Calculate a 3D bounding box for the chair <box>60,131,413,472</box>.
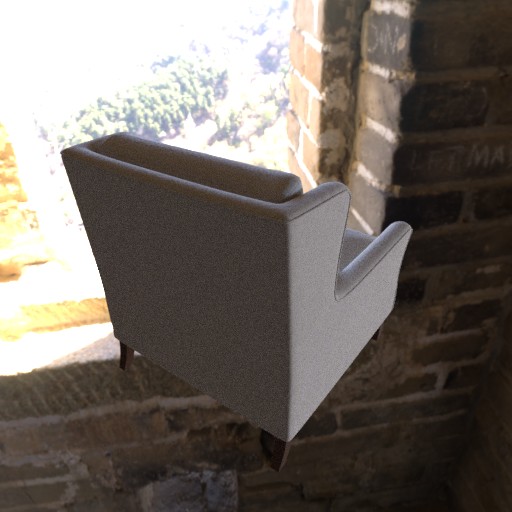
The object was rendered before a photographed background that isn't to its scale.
[{"bbox_3d":[0.000,0.000,1.863,0.982,1.056,1.040,20,36,31],"label":"chair"}]
